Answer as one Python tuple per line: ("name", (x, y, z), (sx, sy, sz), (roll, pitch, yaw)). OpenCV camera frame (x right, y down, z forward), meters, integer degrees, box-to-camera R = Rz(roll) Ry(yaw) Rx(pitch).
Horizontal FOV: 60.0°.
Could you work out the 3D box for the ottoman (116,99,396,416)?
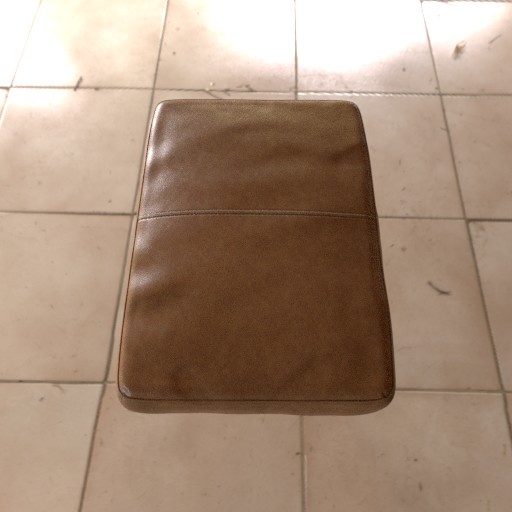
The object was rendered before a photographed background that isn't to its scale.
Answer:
("ottoman", (0.000, 0.000, 1.251), (0.630, 0.461, 0.869), (0, 65, 0))
